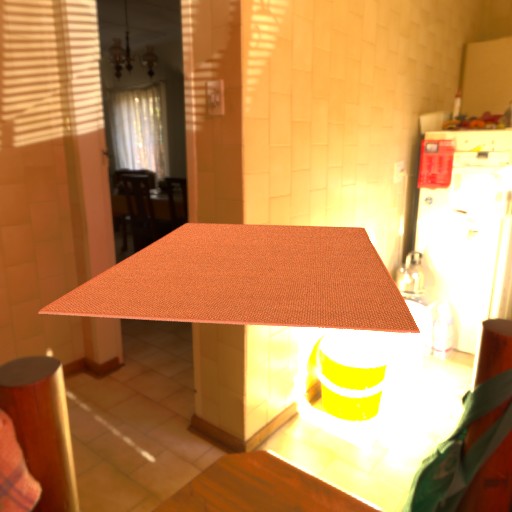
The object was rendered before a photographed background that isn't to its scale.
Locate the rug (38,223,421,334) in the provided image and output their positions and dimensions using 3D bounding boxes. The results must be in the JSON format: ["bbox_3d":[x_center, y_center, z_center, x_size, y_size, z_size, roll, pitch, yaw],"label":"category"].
[{"bbox_3d":[0.000,0.000,2.739,1.524,0.013,2.134,2,14,8],"label":"rug"}]
